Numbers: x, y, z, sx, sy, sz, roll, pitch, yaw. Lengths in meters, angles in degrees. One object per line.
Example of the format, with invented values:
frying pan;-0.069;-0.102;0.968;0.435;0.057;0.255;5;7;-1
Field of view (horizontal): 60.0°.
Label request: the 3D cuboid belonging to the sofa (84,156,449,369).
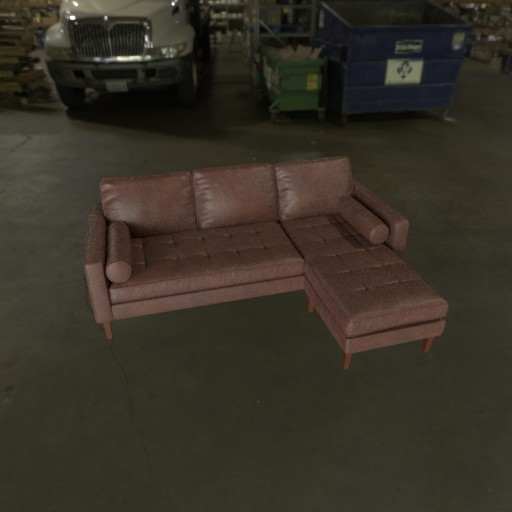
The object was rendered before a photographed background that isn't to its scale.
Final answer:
sofa;0.000;0.000;3.009;2.185;0.841;1.613;-8;32;-13
